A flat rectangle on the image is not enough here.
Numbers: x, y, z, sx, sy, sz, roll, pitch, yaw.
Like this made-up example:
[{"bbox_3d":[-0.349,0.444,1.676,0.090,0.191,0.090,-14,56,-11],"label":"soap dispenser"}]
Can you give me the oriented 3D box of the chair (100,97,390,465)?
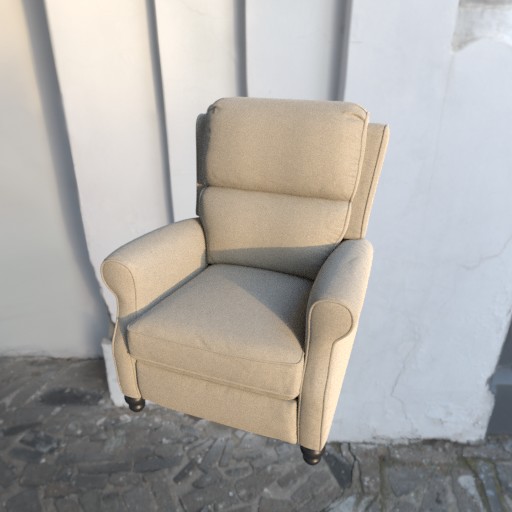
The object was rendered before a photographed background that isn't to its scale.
[{"bbox_3d":[0.000,0.000,1.676,0.859,1.046,0.919,9,28,18],"label":"chair"}]
